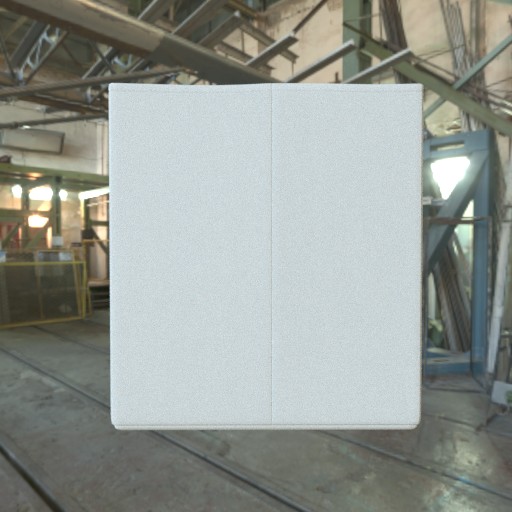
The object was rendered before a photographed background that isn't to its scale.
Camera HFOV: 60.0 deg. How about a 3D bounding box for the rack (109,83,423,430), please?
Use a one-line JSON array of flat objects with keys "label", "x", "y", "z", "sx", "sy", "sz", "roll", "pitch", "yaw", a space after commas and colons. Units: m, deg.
[{"label": "rack", "x": 0.000, "y": 0.000, "z": 0.486, "sx": 0.270, "sy": 0.280, "sz": 0.270, "roll": 0, "pitch": 1, "yaw": 0}]
